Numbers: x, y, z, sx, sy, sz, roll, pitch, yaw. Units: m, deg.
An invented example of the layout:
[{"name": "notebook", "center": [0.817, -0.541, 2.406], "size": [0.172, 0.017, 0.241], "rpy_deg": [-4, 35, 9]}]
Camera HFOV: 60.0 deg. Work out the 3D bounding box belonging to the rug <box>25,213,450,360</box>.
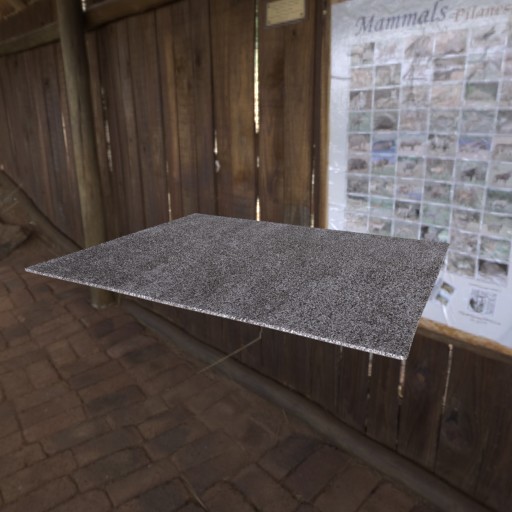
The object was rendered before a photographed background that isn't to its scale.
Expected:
[{"name": "rug", "center": [0.000, 0.000, 3.954], "size": [3.000, 0.025, 2.401], "rpy_deg": [9, 20, 26]}]
